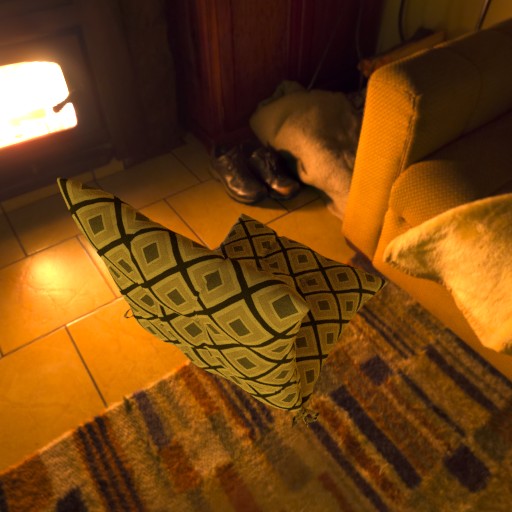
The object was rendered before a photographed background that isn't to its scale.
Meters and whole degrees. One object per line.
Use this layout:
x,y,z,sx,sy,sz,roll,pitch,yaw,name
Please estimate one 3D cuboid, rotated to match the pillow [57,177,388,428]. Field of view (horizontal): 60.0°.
0.000,0.000,1.010,0.541,0.536,0.585,26,52,22,pillow
